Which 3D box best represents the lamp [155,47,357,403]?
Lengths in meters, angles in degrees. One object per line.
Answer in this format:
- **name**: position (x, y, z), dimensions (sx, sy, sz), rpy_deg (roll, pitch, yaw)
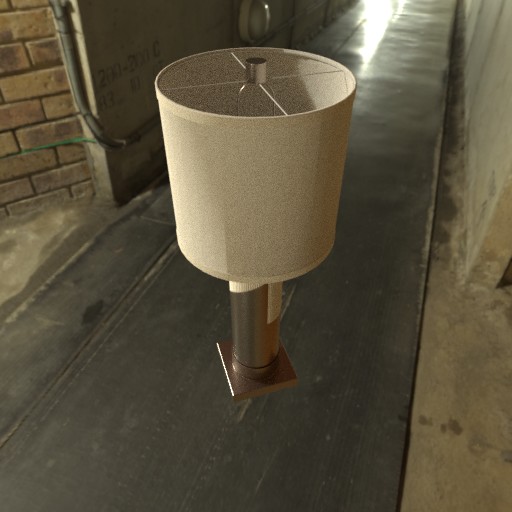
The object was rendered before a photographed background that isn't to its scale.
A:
- **lamp**: position (0.000, 0.000, 0.604), dimensions (0.202, 0.509, 0.202), rpy_deg (-12, 42, -13)
